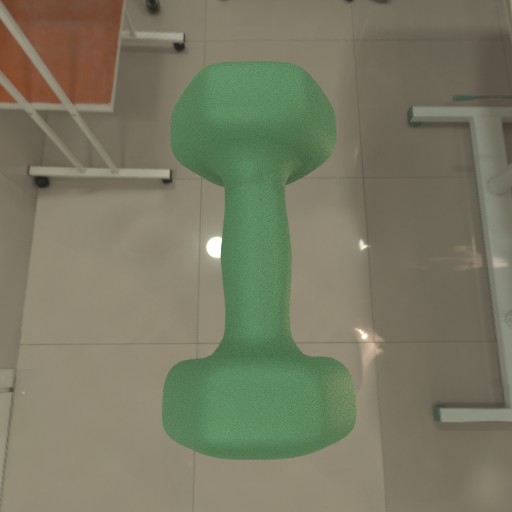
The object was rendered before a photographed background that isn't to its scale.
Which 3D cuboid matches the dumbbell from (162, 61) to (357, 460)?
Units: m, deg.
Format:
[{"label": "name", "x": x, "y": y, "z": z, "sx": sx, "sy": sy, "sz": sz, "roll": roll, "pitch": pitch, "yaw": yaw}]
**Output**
[{"label": "dumbbell", "x": 0.000, "y": 0.000, "z": 0.315, "sx": 0.129, "sy": 0.117, "sz": 0.260, "roll": 0, "pitch": 76, "yaw": 0}]
